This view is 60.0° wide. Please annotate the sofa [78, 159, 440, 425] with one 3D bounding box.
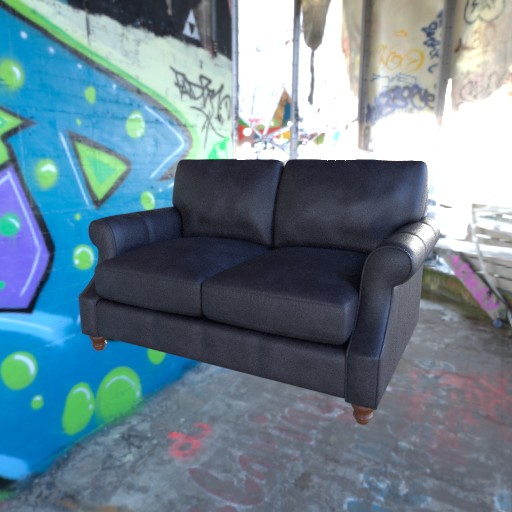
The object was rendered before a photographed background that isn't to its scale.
[{"bbox_3d":[0.000,0.000,2.297,1.663,0.979,1.030,7,14,27],"label":"sofa"}]
